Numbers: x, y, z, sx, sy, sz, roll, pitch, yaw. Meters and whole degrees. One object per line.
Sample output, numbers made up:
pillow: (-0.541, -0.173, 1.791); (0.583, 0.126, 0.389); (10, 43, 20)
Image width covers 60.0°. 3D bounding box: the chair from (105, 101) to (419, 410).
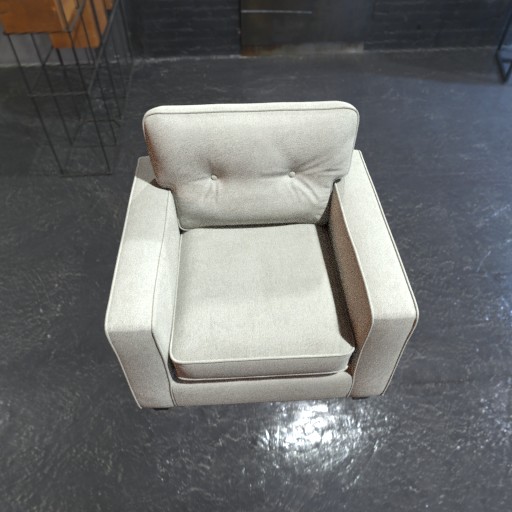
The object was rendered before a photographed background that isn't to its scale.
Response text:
chair: (0.000, 0.000, 1.795); (1.015, 0.965, 0.939); (-2, 48, -2)
